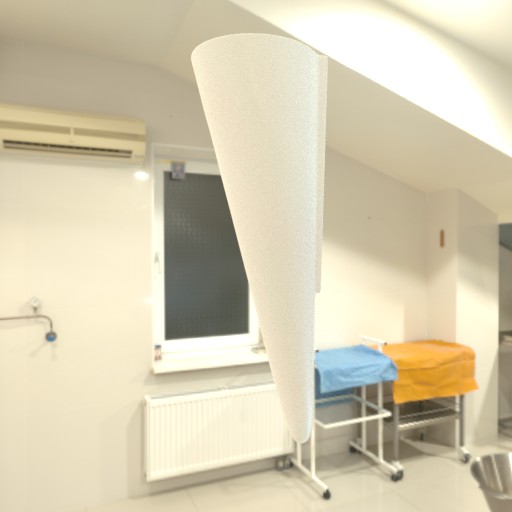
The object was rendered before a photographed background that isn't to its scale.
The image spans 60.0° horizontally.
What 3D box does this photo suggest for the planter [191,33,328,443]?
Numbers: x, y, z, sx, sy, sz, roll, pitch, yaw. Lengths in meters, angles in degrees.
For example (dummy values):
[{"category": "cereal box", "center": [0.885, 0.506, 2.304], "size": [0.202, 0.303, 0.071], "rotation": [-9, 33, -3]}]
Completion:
[{"category": "planter", "center": [0.000, 0.000, 0.221], "size": [0.064, 0.193, 0.057], "rotation": [0, 1, -17]}]
